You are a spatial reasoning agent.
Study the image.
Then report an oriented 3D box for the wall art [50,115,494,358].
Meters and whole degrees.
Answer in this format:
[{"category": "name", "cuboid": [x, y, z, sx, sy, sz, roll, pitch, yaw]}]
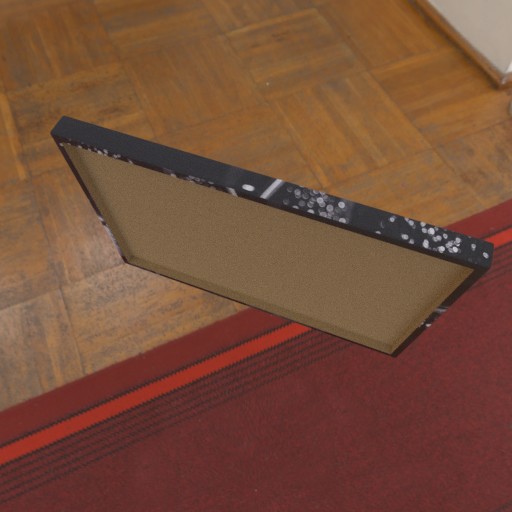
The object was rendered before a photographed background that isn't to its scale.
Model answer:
[{"category": "wall art", "cuboid": [0.000, 0.000, 0.762, 0.609, 0.406, 0.037, 18, 64, 9]}]
